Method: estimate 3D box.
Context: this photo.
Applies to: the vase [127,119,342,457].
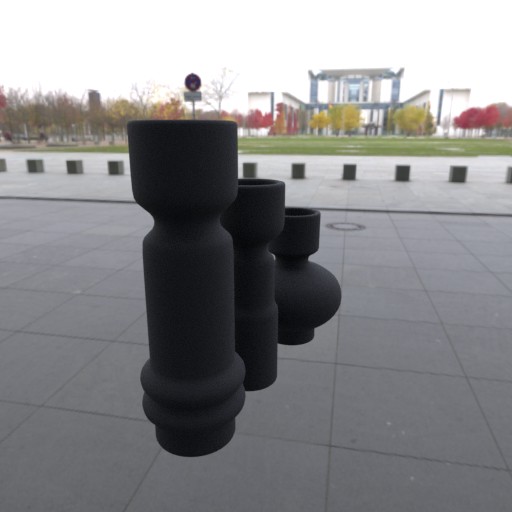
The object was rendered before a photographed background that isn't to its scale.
[{"bbox_3d":[0.000,0.000,0.435,0.120,0.249,0.307,8,17,26],"label":"vase"}]
